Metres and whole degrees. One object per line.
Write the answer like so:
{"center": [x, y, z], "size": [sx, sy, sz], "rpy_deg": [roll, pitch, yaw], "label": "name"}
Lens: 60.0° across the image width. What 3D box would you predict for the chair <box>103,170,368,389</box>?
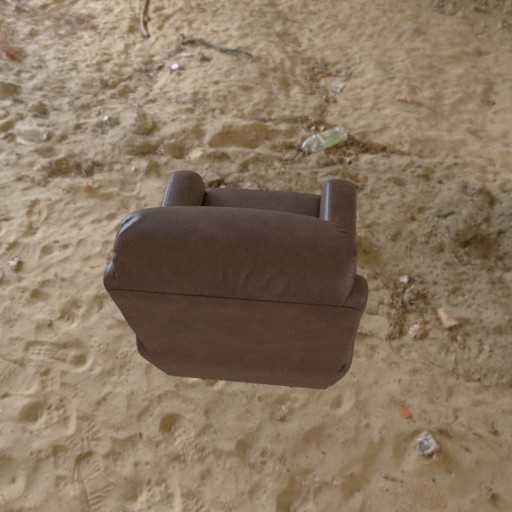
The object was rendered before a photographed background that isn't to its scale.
{"center": [0.000, 0.000, 1.754], "size": [0.865, 1.067, 1.067], "rpy_deg": [4, 47, 4], "label": "chair"}
